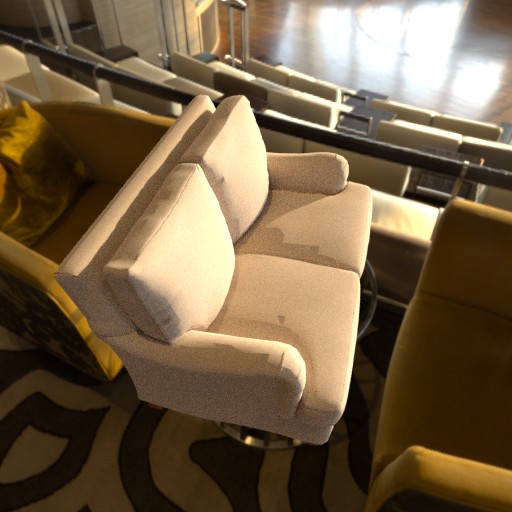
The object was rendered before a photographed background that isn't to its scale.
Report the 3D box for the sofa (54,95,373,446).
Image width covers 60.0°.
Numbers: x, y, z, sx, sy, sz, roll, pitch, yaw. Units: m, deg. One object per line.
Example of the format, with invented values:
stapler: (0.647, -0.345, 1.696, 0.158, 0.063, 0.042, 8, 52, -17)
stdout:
sofa: (0.000, 0.000, 2.234, 1.087, 1.048, 1.508, 11, 46, 10)
